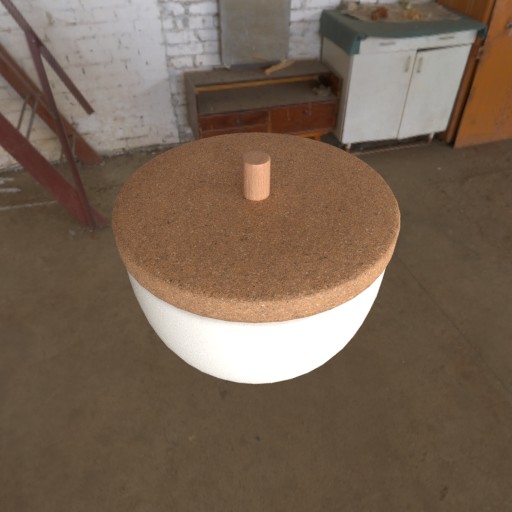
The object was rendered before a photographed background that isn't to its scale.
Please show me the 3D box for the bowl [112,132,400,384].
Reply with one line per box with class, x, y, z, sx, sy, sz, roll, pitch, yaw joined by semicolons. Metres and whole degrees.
bowl;0.000;0.000;0.221;0.126;0.110;0.126;0;42;0
